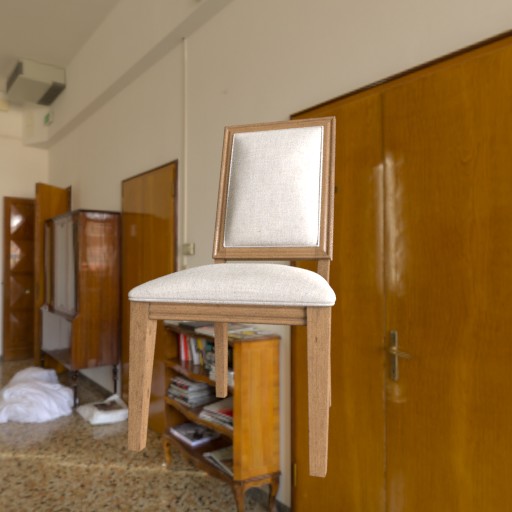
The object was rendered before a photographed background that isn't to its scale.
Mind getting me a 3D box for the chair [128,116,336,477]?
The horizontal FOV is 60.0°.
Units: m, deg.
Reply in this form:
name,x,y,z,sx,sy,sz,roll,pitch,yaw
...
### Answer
name,x,y,z,sx,sy,sz,roll,pitch,yaw
chair,0.000,0.000,1.344,0.536,0.988,0.601,0,-1,17
